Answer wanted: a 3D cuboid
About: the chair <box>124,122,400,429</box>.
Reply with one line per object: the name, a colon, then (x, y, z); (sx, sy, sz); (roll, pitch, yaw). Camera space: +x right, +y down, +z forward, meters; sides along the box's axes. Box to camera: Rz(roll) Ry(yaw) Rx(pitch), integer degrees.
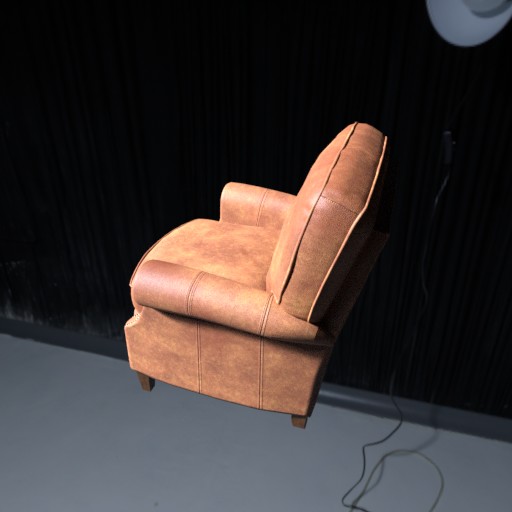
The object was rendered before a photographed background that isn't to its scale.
chair: (0.000, 0.000, 1.784); (0.986, 1.018, 0.936); (9, 31, 15)
